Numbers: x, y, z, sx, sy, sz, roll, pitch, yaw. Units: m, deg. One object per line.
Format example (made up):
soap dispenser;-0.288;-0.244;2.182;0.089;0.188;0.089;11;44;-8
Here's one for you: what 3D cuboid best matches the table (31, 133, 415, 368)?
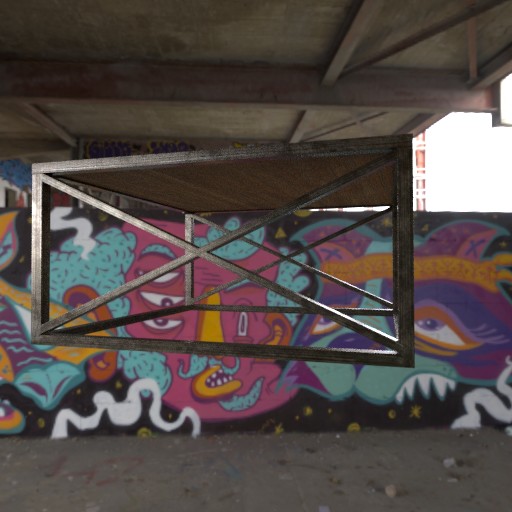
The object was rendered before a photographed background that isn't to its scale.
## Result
table;0.000;0.000;1.412;0.899;0.451;0.909;0;-1;16
